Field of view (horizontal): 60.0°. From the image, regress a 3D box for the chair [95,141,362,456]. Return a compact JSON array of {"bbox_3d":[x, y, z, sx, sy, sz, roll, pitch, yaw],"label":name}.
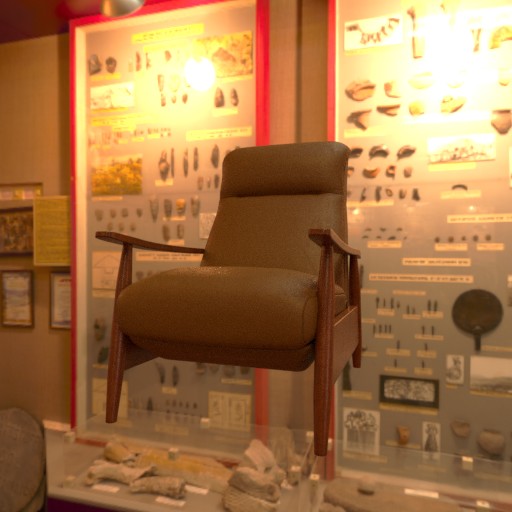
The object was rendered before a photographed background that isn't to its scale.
[{"bbox_3d":[0.000,0.000,1.782,0.762,1.082,1.014,0,1,19],"label":"chair"}]
